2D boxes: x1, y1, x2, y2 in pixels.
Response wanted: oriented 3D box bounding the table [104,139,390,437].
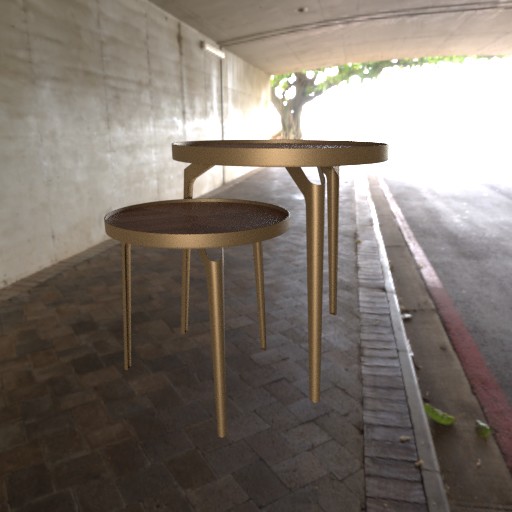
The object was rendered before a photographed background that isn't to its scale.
[{"bbox_3d":[0.000,0.000,1.130,0.532,0.555,0.751,15,22,42],"label":"table"}]
